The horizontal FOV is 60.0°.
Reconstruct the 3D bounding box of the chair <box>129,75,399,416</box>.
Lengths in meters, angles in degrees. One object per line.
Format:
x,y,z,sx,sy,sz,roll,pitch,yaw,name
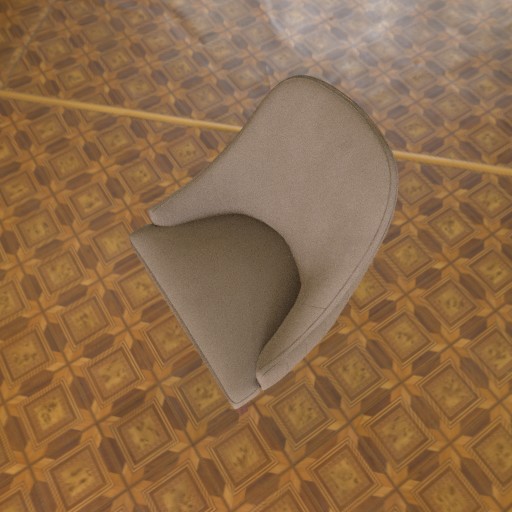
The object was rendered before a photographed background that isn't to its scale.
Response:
0.000,0.000,1.318,0.575,0.889,0.643,-31,68,-14,chair
